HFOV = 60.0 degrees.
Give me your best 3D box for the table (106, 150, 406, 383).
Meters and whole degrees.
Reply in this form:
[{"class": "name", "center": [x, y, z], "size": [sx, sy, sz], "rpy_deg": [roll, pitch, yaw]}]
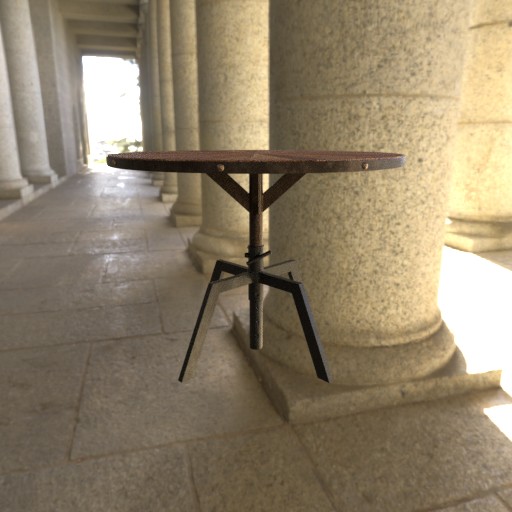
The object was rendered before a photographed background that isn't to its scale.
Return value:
[{"class": "table", "center": [0.000, 0.000, 1.459], "size": [0.885, 0.658, 0.885], "rpy_deg": [0, 15, 0]}]
